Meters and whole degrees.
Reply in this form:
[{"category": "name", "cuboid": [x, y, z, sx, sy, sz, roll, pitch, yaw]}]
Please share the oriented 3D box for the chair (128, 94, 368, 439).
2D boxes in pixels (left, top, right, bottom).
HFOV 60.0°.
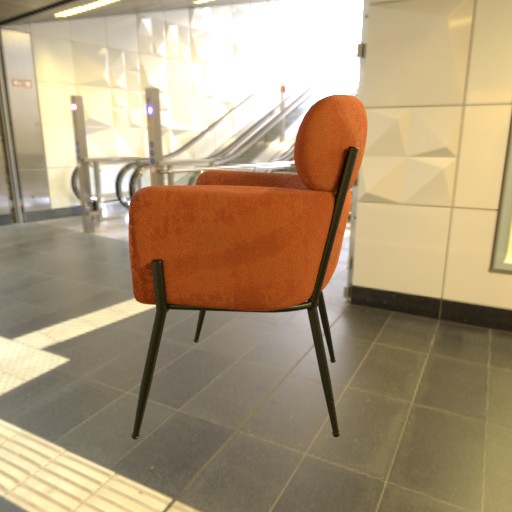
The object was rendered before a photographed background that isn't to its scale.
[{"category": "chair", "cuboid": [0.000, 0.000, 1.161, 0.523, 0.772, 0.561, 2, 15, 8]}]
